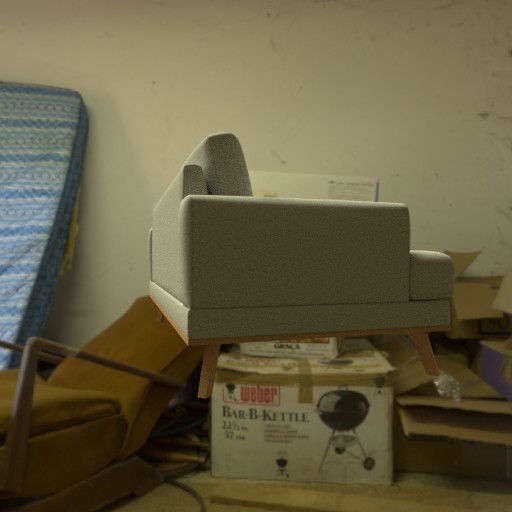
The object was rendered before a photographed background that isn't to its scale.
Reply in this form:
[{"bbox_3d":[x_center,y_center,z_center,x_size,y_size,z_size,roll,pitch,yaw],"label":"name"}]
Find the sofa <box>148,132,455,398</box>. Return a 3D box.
[{"bbox_3d":[0.000,0.000,2.114,0.915,0.810,1.651,0,0,-17],"label":"sofa"}]
